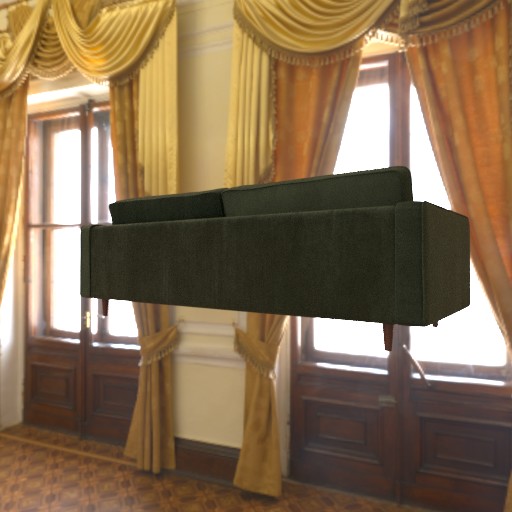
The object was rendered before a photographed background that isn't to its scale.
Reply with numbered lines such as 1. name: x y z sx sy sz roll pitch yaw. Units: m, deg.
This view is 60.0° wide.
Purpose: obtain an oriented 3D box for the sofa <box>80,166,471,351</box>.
1. sofa: 0.000 0.000 2.630 2.199 0.769 0.918 0 0 36
